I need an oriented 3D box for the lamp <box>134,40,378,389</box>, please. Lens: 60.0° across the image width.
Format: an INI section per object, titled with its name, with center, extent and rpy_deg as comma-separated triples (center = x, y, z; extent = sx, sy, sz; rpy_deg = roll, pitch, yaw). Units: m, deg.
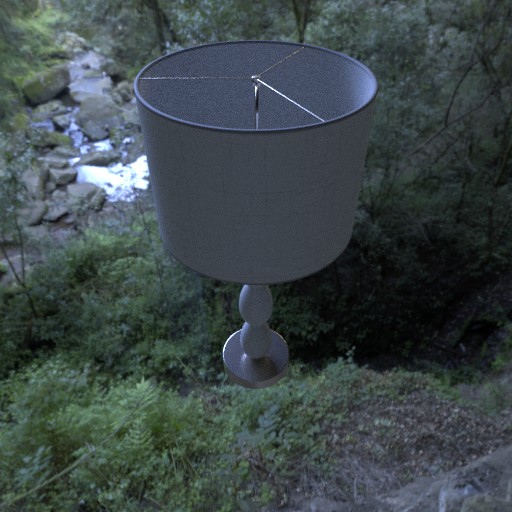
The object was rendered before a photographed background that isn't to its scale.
[lamp]
center = 0.000, 0.000, 0.701
extent = 0.280, 0.559, 0.282
rpy_deg = 0, 42, 0
